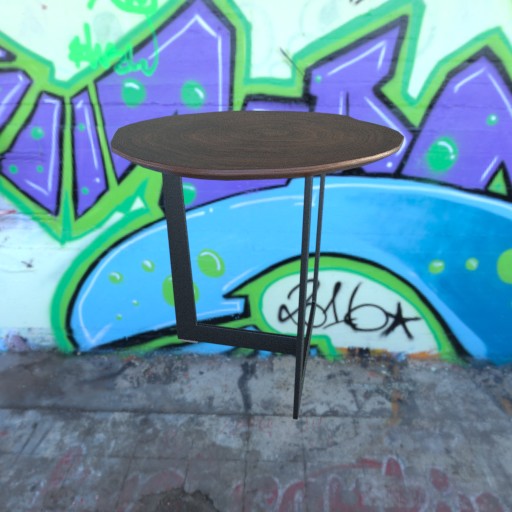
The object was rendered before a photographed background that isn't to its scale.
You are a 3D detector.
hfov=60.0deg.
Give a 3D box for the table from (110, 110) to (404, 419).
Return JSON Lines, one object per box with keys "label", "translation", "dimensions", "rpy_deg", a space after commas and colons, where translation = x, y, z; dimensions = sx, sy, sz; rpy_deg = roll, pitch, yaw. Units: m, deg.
{"label": "table", "translation": [0.000, 0.000, 0.867], "dimensions": [0.494, 0.476, 0.477], "rpy_deg": [1, 27, 1]}
